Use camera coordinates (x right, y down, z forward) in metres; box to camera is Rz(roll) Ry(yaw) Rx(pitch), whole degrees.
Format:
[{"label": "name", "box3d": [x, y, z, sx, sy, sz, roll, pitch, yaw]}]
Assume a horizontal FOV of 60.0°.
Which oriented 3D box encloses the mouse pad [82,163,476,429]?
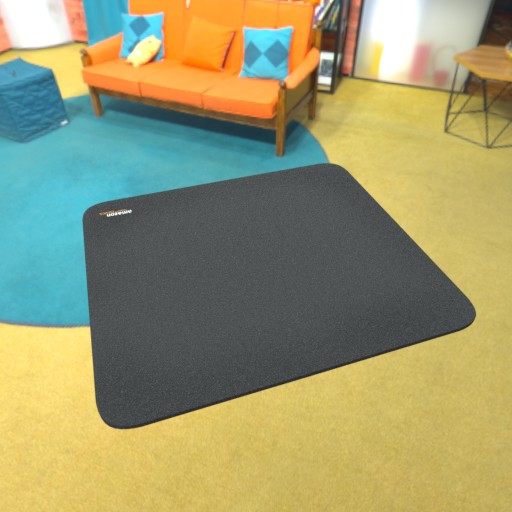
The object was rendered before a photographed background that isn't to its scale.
[{"label": "mouse pad", "box3d": [0.000, 0.000, 0.313, 0.229, 0.003, 0.203, -13, 43, -14]}]
